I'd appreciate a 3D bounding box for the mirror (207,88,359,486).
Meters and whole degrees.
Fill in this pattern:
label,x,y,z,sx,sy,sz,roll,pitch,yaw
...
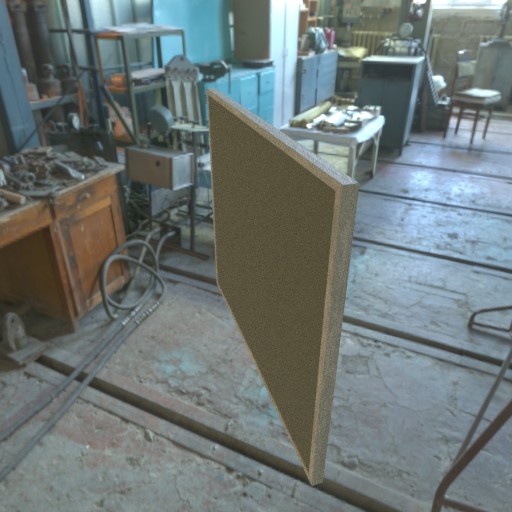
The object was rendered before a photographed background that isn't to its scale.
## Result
label,x,y,z,sx,sy,sz,roll,pitch,yaw
mirror,0.000,0.000,1.135,0.028,0.689,0.839,-9,31,-16
